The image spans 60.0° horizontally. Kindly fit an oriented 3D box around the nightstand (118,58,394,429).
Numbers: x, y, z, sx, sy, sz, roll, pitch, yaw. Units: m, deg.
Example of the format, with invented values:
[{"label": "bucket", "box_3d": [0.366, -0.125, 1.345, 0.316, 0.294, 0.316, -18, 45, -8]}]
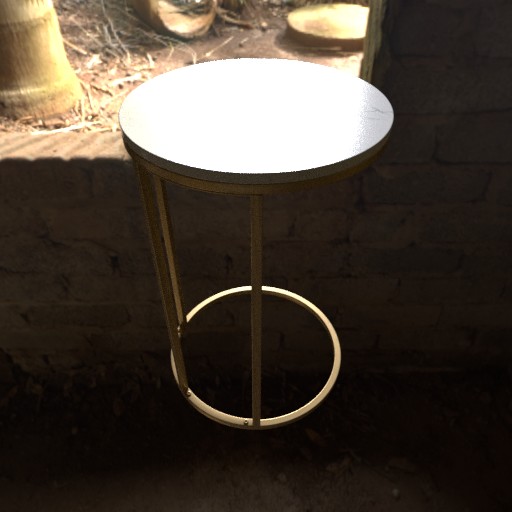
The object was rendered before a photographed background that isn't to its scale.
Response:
[{"label": "nightstand", "box_3d": [0.000, 0.000, 0.863, 0.400, 0.610, 0.400, -25, 47, -25]}]
